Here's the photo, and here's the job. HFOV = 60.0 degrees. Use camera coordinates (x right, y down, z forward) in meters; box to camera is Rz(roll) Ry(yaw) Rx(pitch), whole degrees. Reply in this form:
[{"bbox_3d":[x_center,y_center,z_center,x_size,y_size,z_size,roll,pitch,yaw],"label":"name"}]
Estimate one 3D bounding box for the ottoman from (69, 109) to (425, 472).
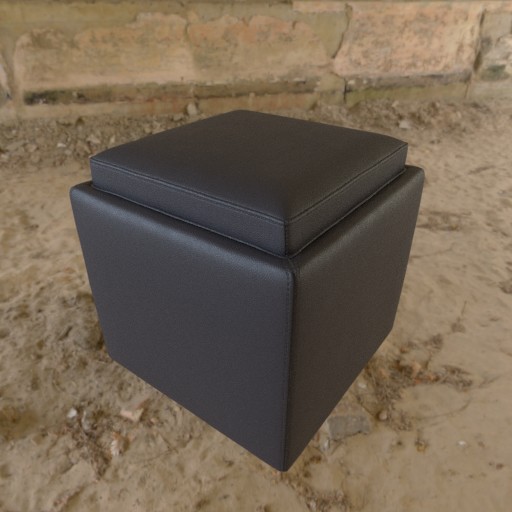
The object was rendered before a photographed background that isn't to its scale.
[{"bbox_3d":[0.000,0.000,0.833,0.450,0.460,0.451,21,37,31],"label":"ottoman"}]
